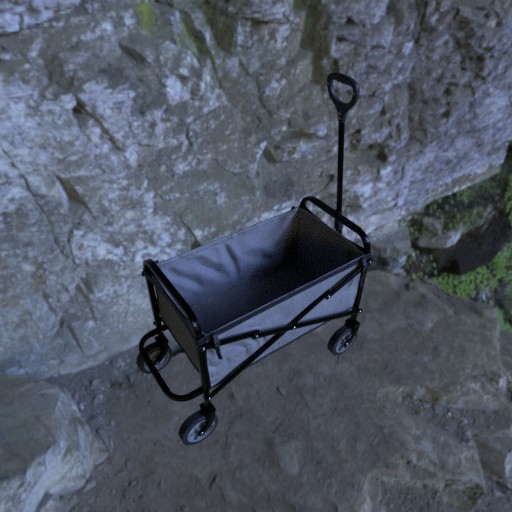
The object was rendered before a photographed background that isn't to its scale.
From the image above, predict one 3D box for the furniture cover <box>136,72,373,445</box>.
[{"bbox_3d":[0.000,0.000,1.795,1.038,1.295,0.532,-24,45,-26],"label":"furniture cover"}]
